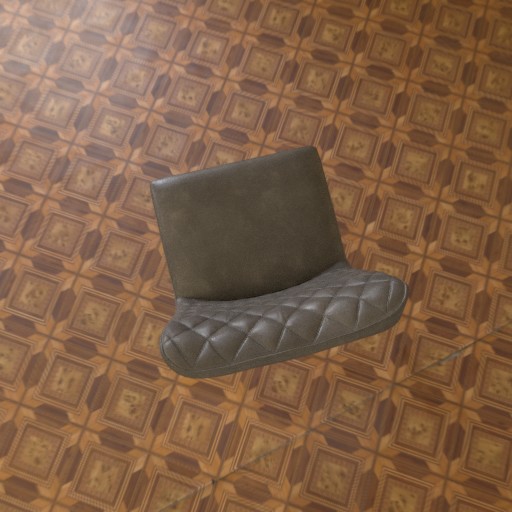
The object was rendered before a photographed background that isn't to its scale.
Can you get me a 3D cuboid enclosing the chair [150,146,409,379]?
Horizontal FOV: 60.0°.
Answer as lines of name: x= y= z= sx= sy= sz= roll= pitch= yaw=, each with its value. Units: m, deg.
chair: x=0.000 y=0.000 z=1.240 sx=0.508 sy=0.889 sz=0.587 roll=-13 pitch=77 yaw=-3
